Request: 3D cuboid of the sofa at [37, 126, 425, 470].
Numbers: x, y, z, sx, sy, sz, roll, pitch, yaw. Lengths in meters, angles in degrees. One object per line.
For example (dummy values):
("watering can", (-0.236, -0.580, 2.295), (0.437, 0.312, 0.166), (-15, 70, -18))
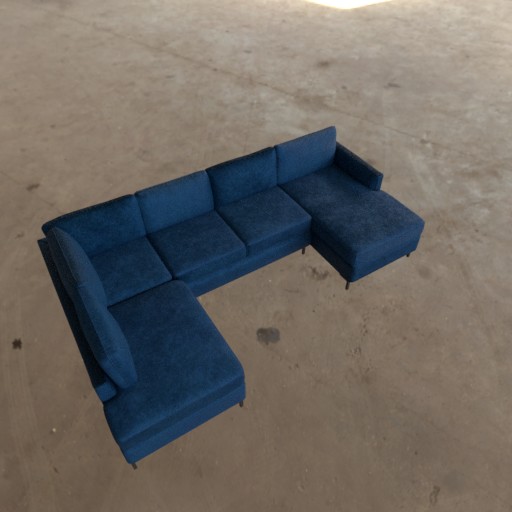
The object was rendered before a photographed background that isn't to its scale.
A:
("sofa", (0.000, 0.000, 4.166), (3.434, 0.992, 2.055), (-24, 50, -22))
